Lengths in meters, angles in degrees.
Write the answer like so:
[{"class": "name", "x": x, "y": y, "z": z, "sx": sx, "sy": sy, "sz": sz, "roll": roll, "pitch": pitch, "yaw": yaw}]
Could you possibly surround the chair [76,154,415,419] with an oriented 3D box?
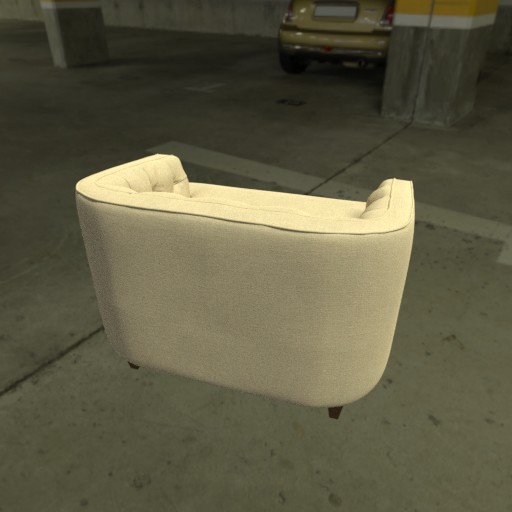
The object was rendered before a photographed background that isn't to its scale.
[{"class": "chair", "x": 0.000, "y": 0.000, "z": 1.746, "sx": 1.118, "sy": 0.787, "sz": 0.914, "roll": 9, "pitch": 33, "yaw": 15}]
